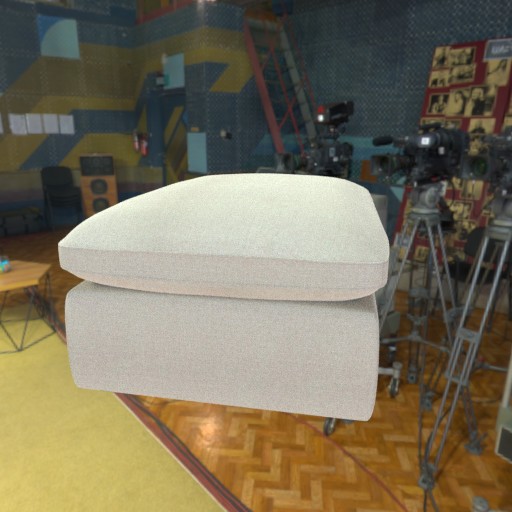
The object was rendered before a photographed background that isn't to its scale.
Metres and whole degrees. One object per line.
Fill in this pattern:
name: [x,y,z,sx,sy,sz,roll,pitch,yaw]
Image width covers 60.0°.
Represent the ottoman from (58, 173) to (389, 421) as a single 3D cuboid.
ottoman: [0.000,0.000,1.323,0.686,0.453,0.984,3,16,11]
